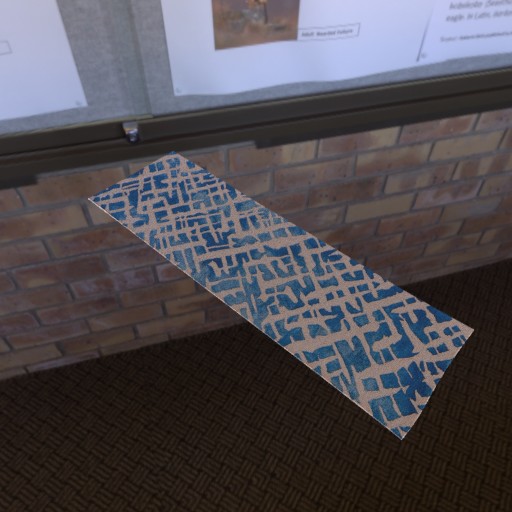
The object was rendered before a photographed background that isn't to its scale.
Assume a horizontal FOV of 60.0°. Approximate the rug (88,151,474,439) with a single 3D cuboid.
[{"bbox_3d":[0.000,0.000,2.707,2.446,0.011,0.768,34,56,27],"label":"rug"}]
